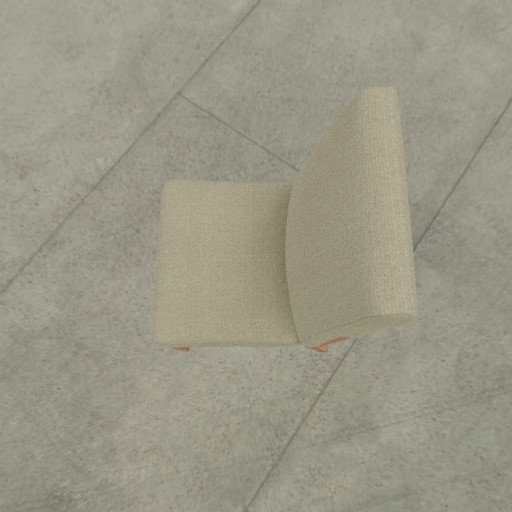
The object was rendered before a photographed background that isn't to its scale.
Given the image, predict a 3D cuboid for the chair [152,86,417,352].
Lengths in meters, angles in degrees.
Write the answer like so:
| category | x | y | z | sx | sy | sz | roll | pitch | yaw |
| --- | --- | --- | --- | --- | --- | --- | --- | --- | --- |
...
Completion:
| category | x | y | z | sx | sy | sz | roll | pitch | yaw |
| --- | --- | --- | --- | --- | --- | --- | --- | --- | --- |
| chair | 0.000 | 0.000 | 1.259 | 0.586 | 0.911 | 0.507 | 0 | 74 | 0 |
